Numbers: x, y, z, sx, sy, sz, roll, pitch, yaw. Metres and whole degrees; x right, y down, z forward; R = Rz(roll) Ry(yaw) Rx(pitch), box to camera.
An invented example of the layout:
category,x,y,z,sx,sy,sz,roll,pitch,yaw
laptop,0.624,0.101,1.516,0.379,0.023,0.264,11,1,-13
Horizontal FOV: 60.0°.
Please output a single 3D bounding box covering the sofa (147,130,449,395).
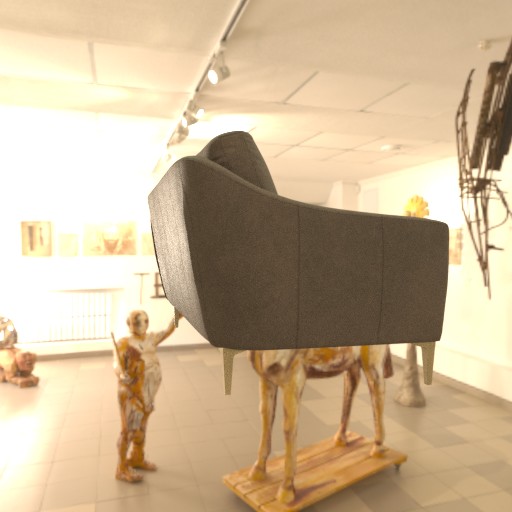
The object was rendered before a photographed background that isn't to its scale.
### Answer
category,x,y,z,sx,sy,sz,roll,pitch,yaw
sofa,0.000,0.000,2.190,0.960,0.902,1.619,-1,2,-18
